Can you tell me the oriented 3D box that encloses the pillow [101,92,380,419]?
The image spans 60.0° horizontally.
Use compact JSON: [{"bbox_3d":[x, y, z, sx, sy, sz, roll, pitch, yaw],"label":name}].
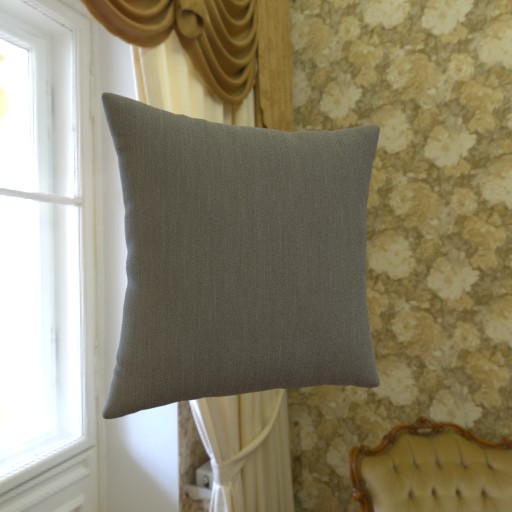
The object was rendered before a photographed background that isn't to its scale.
[{"bbox_3d":[0.000,0.000,0.775,0.511,0.509,0.161,0,0,-20],"label":"pillow"}]
